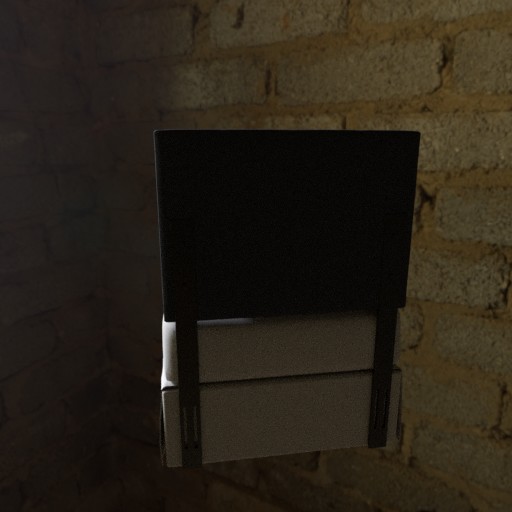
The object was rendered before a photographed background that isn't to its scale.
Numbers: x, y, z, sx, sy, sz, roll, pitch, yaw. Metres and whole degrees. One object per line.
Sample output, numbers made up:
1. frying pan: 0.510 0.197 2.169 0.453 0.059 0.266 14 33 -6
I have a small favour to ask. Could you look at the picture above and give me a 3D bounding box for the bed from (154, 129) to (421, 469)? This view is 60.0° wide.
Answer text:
1. bed: 0.000 0.000 2.949 1.261 1.571 1.997 -2 15 -9
